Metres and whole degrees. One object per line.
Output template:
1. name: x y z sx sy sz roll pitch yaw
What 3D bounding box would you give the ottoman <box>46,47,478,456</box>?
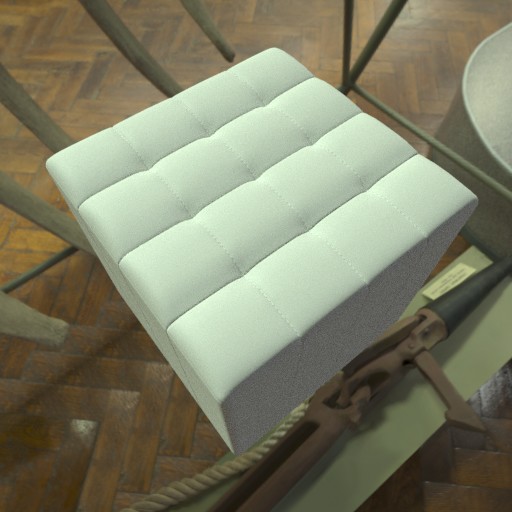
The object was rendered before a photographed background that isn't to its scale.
1. ottoman: 0.000 0.000 0.769 0.425 0.432 0.425 -34 64 -19
